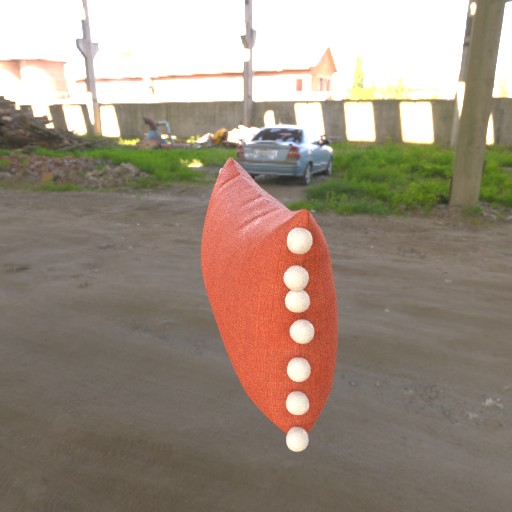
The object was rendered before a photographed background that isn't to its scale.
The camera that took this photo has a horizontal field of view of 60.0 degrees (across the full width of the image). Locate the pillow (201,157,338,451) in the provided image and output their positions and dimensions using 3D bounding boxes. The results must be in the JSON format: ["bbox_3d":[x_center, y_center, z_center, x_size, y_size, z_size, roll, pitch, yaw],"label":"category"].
[{"bbox_3d":[0.000,0.000,0.834,0.201,0.322,0.709,-3,17,-10],"label":"pillow"}]
